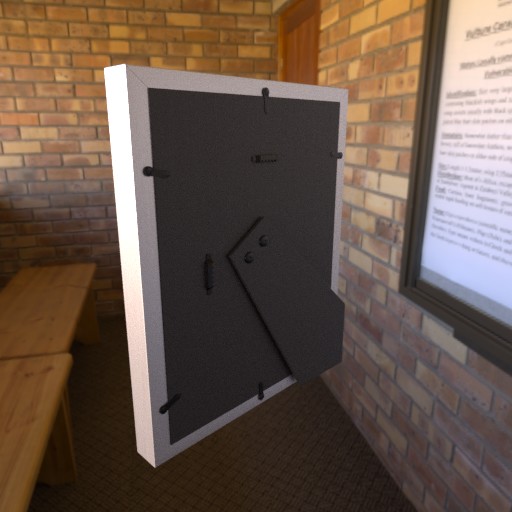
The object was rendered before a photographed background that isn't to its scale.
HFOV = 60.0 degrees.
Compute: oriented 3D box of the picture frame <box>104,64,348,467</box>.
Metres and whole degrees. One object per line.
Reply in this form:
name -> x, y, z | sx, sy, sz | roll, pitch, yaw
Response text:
picture frame -> 0.000, 0.000, 0.380 | 0.036, 0.282, 0.233 | 15, 22, 42
